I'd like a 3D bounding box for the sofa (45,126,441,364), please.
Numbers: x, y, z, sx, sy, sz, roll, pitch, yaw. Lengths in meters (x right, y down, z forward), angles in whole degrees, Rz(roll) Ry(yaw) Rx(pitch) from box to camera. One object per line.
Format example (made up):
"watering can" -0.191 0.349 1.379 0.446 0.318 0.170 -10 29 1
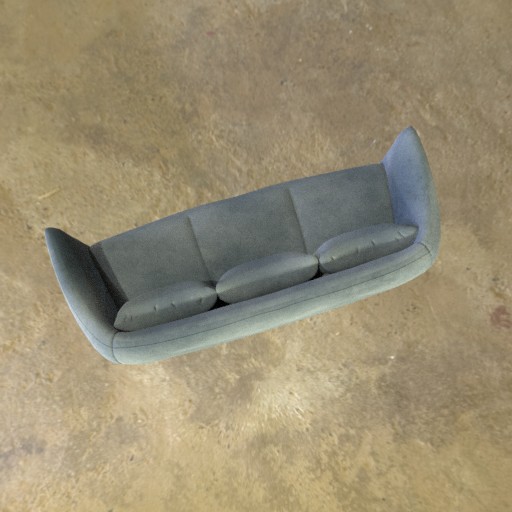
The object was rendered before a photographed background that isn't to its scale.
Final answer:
"sofa" 0.000 0.000 2.571 2.095 0.795 0.849 -16 76 -4
